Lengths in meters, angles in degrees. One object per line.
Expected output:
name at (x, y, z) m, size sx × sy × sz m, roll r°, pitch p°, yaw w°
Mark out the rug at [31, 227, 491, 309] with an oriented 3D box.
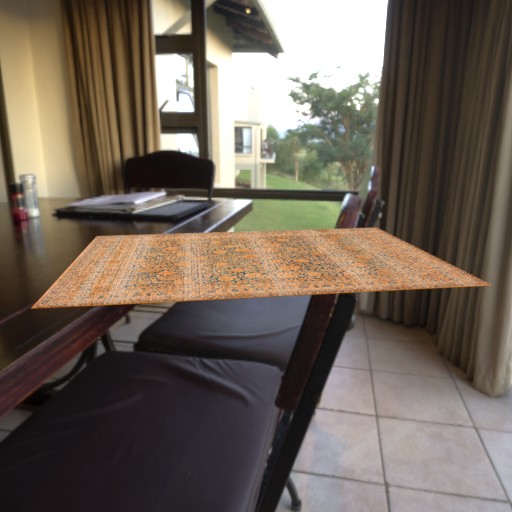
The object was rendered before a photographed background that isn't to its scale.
rug at (0.000, 0.000, 2.950) m, size 2.336 × 0.007 × 1.525 m, roll -2°, pitch 16°, yaw -8°
